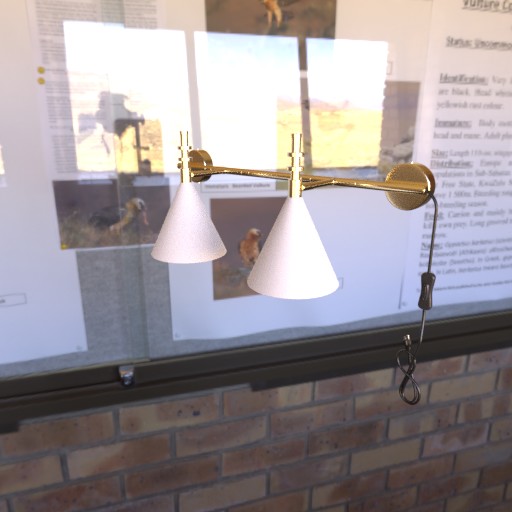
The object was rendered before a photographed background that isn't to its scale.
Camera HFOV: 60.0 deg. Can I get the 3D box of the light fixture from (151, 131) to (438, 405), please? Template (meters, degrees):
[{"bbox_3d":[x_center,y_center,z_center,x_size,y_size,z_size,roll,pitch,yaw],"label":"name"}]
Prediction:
[{"bbox_3d":[0.000,0.000,0.867,0.642,0.468,0.239,14,22,39],"label":"light fixture"}]
